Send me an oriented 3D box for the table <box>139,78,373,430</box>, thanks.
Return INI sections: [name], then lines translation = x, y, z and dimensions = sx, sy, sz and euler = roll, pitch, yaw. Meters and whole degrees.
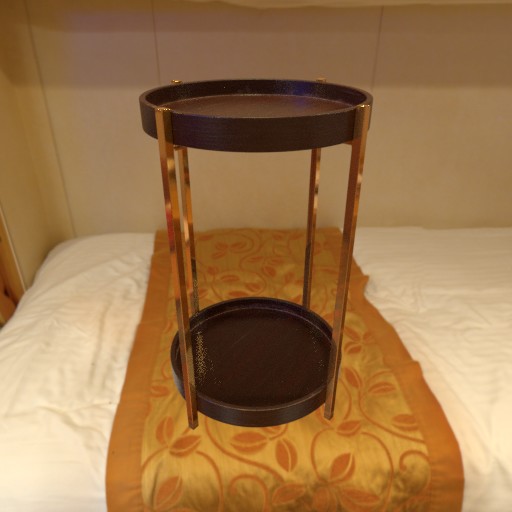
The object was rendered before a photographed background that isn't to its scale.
[table]
translation = 0.000, 0.000, 0.863
dimensions = 0.400, 0.610, 0.400
euler = 22, 36, 34
